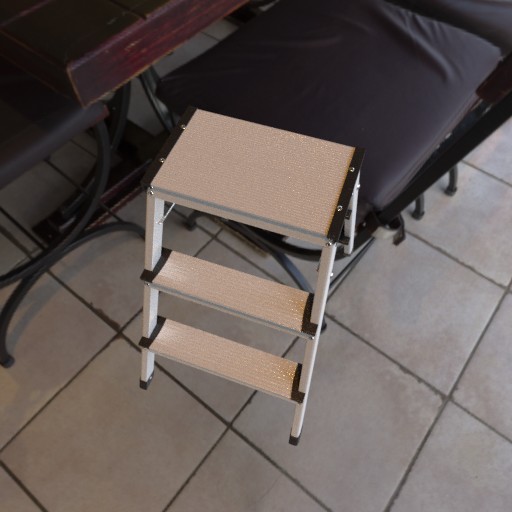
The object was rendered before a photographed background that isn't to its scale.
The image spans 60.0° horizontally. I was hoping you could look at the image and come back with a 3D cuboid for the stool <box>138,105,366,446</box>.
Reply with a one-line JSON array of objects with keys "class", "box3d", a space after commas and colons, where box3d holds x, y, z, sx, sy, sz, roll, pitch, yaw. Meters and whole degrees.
[{"class": "stool", "box3d": [0.000, 0.000, 1.026, 0.437, 0.605, 0.622, 17, 60, 10]}]
